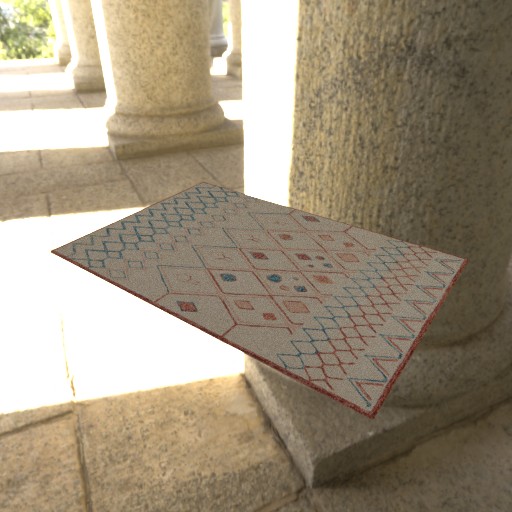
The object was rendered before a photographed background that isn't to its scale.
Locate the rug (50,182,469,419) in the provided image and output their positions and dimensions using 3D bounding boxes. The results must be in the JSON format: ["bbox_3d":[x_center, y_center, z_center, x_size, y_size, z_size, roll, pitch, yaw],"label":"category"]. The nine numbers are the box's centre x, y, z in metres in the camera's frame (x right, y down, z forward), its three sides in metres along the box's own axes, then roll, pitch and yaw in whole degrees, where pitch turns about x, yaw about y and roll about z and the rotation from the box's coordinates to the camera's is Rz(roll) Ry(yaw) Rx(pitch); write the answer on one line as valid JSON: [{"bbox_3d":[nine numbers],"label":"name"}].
[{"bbox_3d":[0.000,0.000,2.324,1.829,0.016,1.219,21,37,30],"label":"rug"}]
